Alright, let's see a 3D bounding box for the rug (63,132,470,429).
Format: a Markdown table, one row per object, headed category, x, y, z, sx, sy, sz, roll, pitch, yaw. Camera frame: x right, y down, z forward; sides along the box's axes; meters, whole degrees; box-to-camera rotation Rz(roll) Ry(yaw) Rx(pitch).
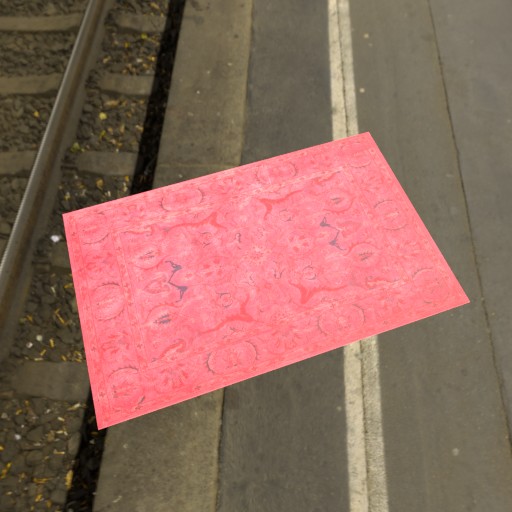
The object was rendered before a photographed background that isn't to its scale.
| category | x | y | z | sx | sy | sz | roll | pitch | yaw |
| --- | --- | --- | --- | --- | --- | --- | --- | --- | --- |
| rug | 0.000 | 0.000 | 3.040 | 2.423 | 0.010 | 1.534 | -17 | 64 | -8 |
